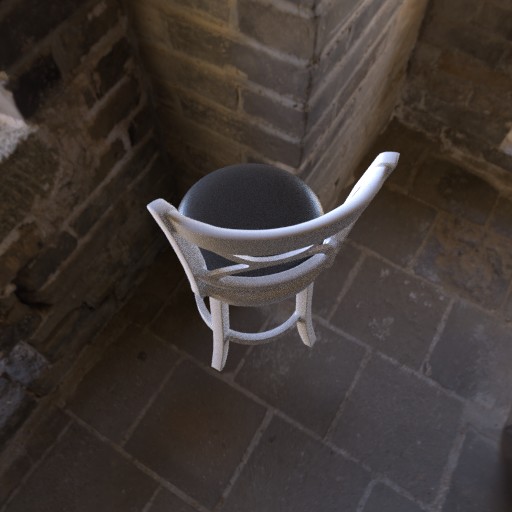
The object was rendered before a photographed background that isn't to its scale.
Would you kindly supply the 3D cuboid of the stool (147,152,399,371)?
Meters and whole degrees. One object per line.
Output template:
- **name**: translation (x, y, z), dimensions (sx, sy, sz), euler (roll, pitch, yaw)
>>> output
- **stool**: translation (0.000, 0.000, 1.225), dimensions (0.444, 0.953, 0.508), euler (-13, 59, -8)
